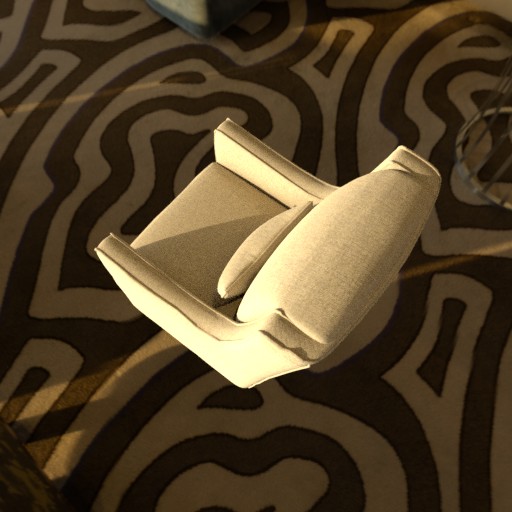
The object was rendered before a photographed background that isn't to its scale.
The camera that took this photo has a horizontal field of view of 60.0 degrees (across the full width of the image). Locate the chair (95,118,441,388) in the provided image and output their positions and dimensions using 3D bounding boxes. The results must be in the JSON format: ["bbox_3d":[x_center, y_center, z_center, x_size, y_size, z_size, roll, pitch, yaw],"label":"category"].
[{"bbox_3d":[0.000,0.000,1.618,0.879,0.993,0.732,34,69,15],"label":"chair"}]
